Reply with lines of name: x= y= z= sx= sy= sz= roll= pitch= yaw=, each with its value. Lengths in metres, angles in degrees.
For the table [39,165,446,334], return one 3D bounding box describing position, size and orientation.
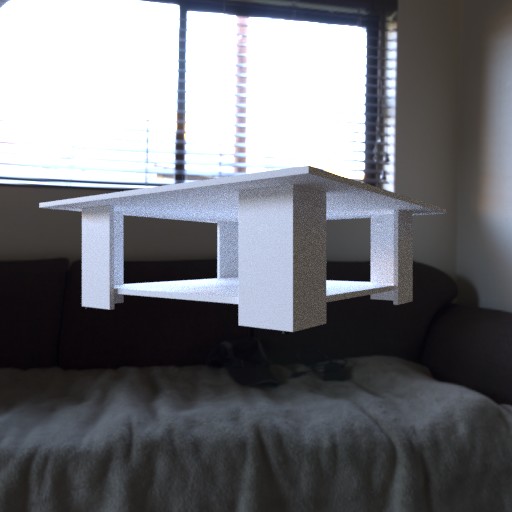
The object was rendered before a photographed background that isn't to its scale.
table: x=0.000 y=0.000 z=1.362 sx=0.890 sy=0.305 sz=0.890 roll=0 pitch=0 yaw=37
